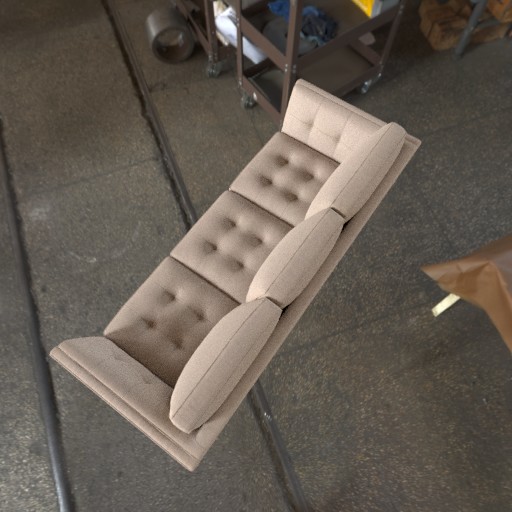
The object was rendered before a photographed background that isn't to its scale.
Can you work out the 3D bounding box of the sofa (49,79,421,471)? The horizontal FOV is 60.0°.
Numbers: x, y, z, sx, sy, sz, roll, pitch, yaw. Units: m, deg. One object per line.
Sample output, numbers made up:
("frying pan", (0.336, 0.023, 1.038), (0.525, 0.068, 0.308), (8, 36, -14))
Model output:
("sofa", (0.000, 0.000, 2.859), (0.965, 0.940, 2.388), (33, 69, 14))
